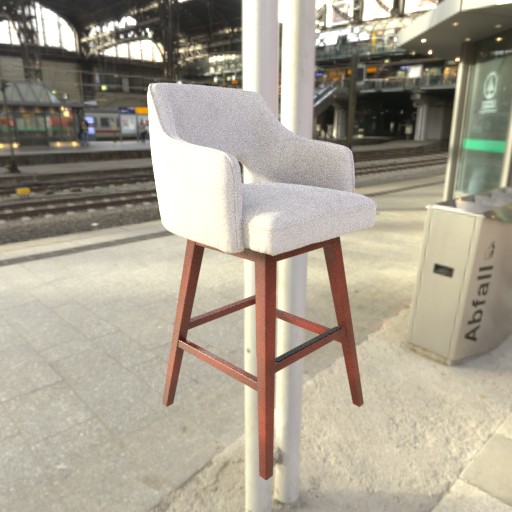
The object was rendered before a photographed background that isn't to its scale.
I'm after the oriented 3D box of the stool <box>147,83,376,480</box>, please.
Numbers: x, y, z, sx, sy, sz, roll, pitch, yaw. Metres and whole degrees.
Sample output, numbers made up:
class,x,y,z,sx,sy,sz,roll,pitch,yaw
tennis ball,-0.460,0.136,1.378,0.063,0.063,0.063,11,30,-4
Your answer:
class,x,y,z,sx,sy,sz,roll,pitch,yaw
stool,0.000,0.000,1.358,0.558,1.012,0.548,15,22,43
